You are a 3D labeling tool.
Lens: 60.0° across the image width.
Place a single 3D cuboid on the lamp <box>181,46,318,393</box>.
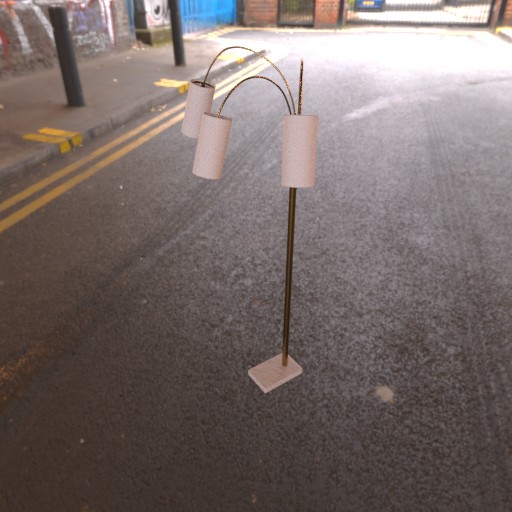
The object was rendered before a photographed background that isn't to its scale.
[{"bbox_3d":[0.000,0.000,2.450,0.667,2.055,1.020,-20,37,-29],"label":"lamp"}]
